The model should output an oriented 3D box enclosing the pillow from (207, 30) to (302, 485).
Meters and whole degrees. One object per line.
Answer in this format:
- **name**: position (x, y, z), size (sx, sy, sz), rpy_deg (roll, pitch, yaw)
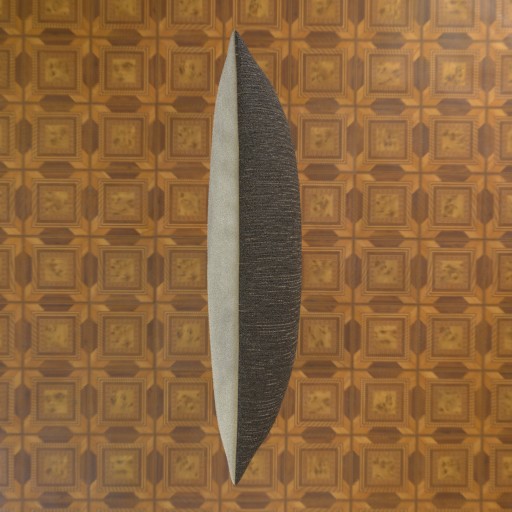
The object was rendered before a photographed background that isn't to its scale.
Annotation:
- **pillow**: position (0.000, 0.000, 0.738), size (0.156, 0.305, 0.608), rpy_deg (0, 91, 0)
